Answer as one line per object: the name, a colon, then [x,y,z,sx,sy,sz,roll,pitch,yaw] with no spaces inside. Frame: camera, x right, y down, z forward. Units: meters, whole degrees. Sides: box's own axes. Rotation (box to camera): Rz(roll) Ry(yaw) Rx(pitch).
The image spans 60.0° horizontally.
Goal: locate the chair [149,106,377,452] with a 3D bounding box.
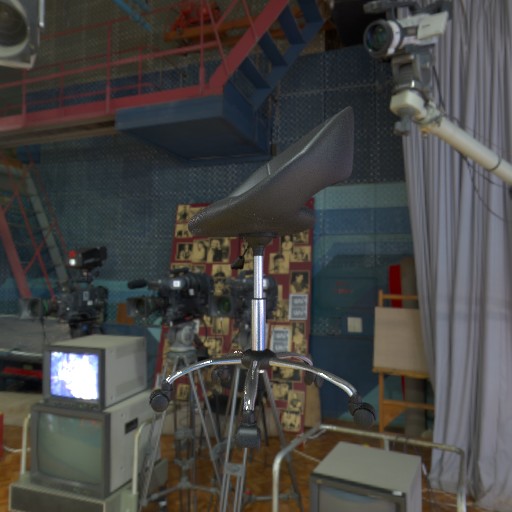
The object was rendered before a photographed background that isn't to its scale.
chair: [0.000,0.000,1.180,0.538,0.791,0.612,1,-2,-19]
